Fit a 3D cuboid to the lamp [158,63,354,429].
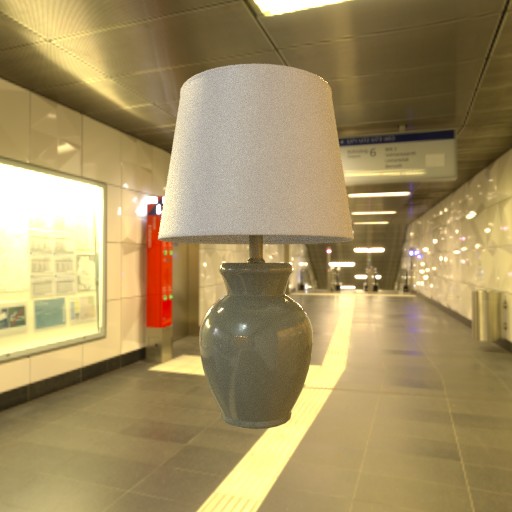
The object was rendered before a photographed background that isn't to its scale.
[{"bbox_3d":[0.000,0.000,0.554,0.239,0.399,0.239,0,-1,0],"label":"lamp"}]
